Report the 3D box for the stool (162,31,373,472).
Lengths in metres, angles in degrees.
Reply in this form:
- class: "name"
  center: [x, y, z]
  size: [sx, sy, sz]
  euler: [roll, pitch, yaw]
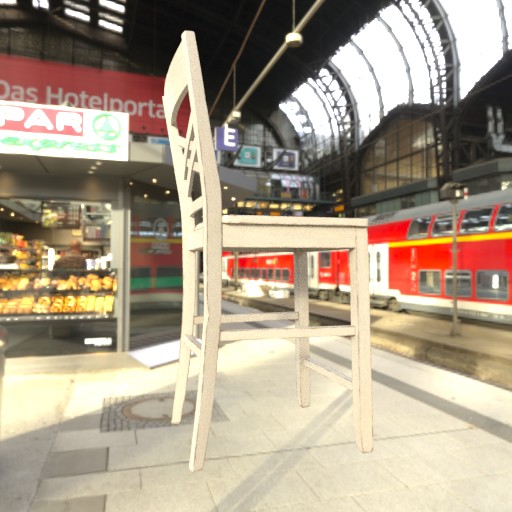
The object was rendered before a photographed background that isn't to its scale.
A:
- class: "stool"
  center: [0.000, 0.000, 1.351]
  size: [0.539, 1.079, 0.462]
  euler: [0, -1, -18]
